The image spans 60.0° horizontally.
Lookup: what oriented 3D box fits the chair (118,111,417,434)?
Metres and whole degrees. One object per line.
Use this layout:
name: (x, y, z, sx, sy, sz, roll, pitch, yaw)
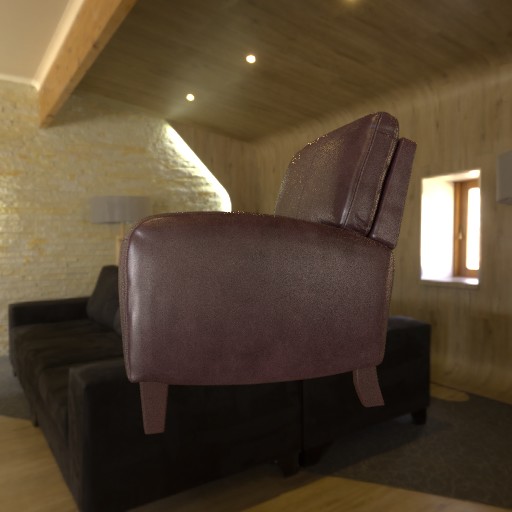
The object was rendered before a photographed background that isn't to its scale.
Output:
chair: (0.000, 0.000, 1.677, 0.990, 0.990, 0.762, 0, 1, -18)
